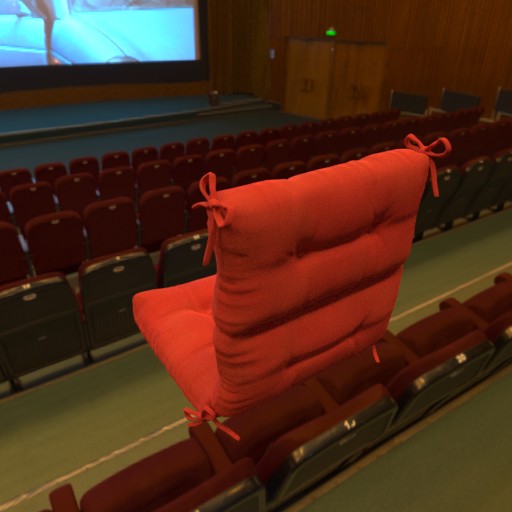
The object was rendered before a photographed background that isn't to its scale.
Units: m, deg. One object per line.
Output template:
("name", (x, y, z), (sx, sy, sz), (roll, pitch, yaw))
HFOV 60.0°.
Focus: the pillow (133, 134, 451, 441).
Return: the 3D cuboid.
("pillow", (0.000, 0.000, 1.027), (0.519, 0.605, 0.571), (-18, 35, -28))
